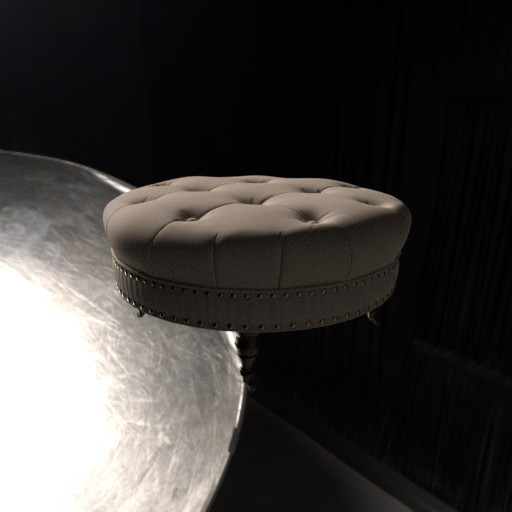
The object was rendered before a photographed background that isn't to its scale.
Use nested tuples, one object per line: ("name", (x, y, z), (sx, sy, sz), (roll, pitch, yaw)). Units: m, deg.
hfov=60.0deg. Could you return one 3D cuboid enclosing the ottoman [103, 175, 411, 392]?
("ottoman", (0.000, 0.000, 1.386), (0.901, 0.439, 0.901), (0, 18, 0))
